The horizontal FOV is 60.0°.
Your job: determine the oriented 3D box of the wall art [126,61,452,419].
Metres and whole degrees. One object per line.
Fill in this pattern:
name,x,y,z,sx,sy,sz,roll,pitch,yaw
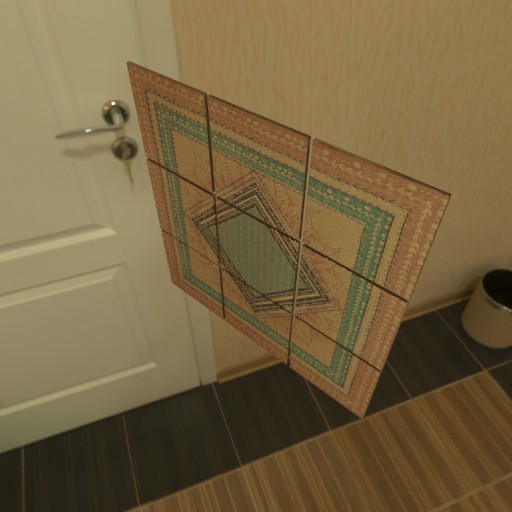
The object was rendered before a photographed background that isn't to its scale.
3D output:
wall art,0.000,0.000,1.764,1.215,1.213,0.013,31,53,27
